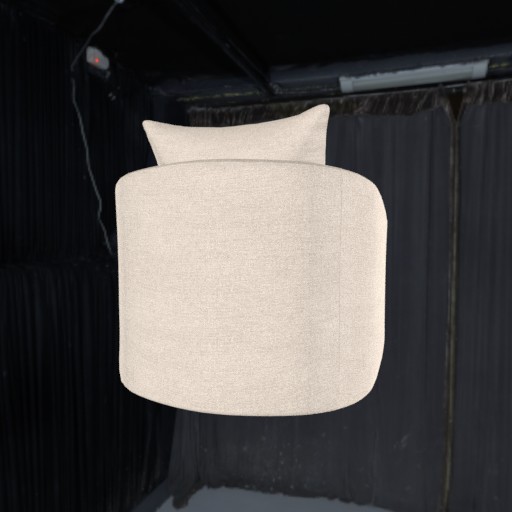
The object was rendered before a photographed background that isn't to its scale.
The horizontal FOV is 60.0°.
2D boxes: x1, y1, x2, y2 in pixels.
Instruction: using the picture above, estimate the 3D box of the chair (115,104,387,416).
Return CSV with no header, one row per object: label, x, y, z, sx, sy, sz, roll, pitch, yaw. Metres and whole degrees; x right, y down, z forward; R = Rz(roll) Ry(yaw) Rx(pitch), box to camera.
chair,0.000,0.000,1.544,0.845,0.848,0.910,1,2,19
